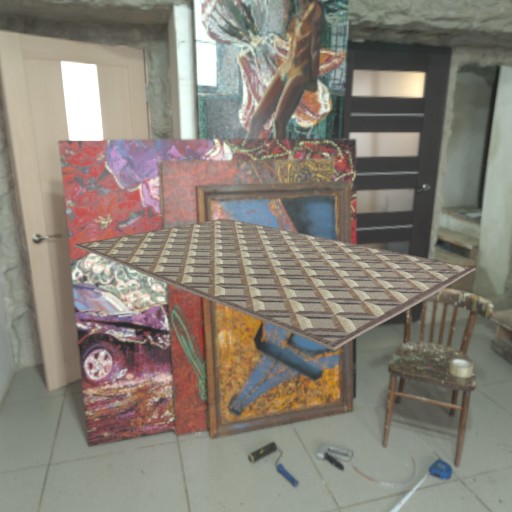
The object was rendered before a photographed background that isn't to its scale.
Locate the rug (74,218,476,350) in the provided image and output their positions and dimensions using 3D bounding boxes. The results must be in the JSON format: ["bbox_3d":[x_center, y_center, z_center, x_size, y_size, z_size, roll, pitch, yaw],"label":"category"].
[{"bbox_3d":[0.000,0.000,2.153,1.677,0.011,1.066,15,21,43],"label":"rug"}]
